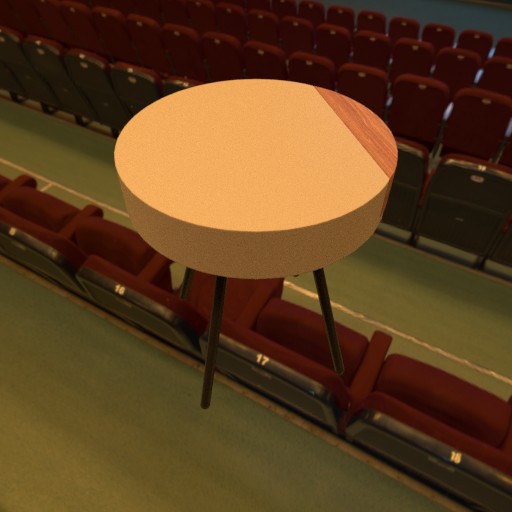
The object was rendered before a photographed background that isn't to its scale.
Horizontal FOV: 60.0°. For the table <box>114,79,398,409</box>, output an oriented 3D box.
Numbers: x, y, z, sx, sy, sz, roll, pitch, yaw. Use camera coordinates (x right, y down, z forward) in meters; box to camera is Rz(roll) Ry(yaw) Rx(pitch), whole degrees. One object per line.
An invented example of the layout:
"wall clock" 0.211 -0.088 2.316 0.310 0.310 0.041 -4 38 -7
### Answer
"table" 0.000 0.000 0.881 0.450 0.525 0.450 0 45 0
